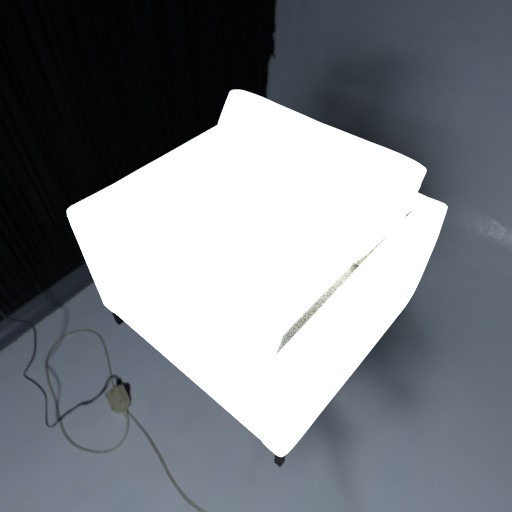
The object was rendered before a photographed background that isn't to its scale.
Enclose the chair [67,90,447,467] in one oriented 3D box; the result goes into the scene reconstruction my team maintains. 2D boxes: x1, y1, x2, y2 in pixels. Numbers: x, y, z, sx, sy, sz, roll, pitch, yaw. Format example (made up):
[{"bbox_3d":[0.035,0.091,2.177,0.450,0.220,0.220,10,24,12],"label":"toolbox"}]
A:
[{"bbox_3d":[0.000,0.000,1.595,0.964,0.806,0.875,32,54,27],"label":"chair"}]
